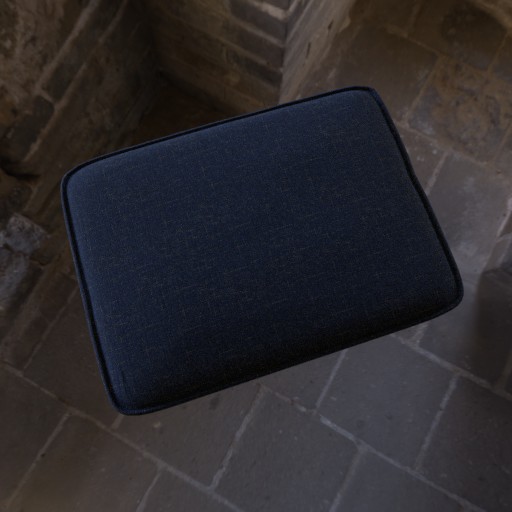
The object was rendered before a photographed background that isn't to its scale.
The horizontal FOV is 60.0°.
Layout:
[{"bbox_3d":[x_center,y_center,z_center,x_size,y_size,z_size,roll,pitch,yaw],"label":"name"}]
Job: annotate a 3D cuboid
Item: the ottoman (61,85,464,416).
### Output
[{"bbox_3d":[0.000,0.000,1.092,0.749,0.450,0.549,-17,77,-4],"label":"ottoman"}]
